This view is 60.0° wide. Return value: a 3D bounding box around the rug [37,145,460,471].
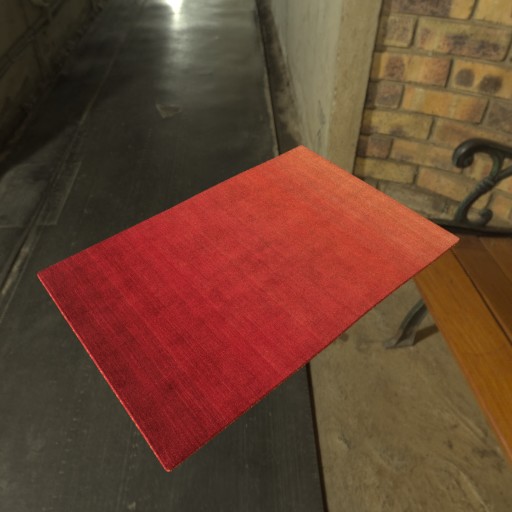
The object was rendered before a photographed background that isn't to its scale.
[{"bbox_3d":[0.000,0.000,2.287,1.835,0.018,1.230,-31,53,-27],"label":"rug"}]
